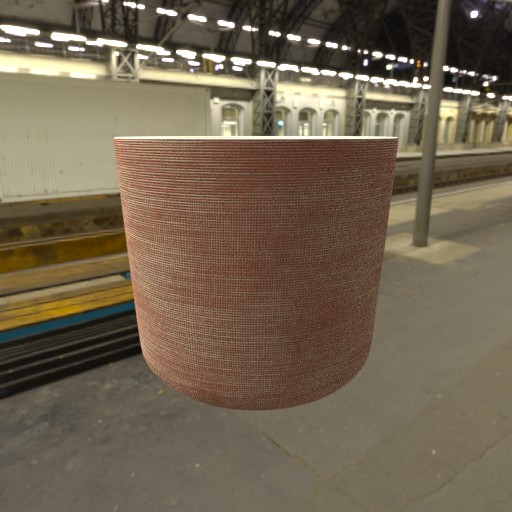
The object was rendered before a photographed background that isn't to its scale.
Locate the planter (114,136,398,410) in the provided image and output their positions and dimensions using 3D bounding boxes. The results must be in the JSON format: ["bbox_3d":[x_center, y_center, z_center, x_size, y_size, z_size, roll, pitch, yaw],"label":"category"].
[{"bbox_3d":[0.000,0.000,0.769,0.440,0.398,0.440,0,15,0],"label":"planter"}]
